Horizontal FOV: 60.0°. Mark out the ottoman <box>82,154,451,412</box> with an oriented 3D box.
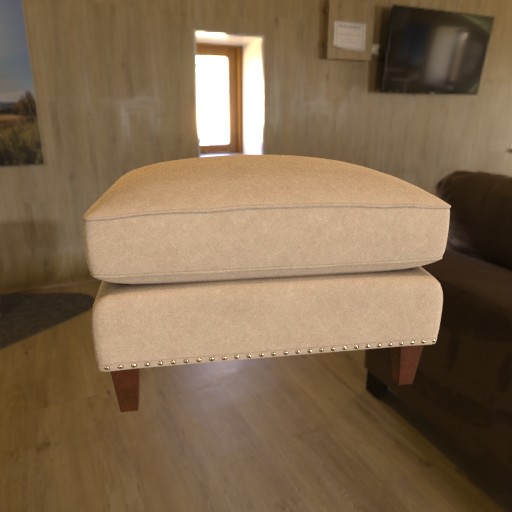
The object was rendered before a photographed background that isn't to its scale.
[{"bbox_3d":[0.000,0.000,1.167,0.741,0.513,0.584,-3,17,-9],"label":"ottoman"}]
